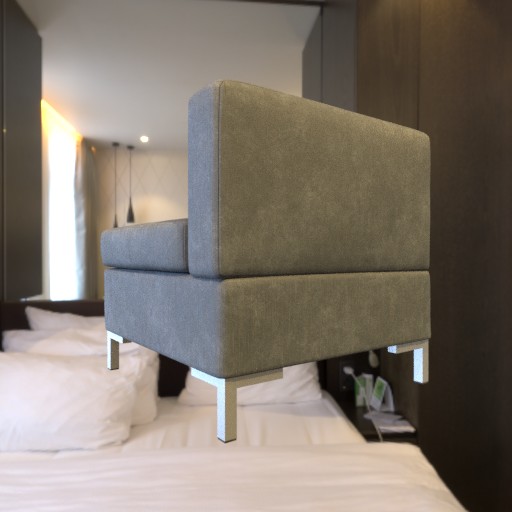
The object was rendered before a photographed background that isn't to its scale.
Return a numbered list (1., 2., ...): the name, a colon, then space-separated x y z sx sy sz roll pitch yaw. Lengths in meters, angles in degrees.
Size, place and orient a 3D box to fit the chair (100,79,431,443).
1. chair: 0.000 0.000 1.219 0.680 0.660 0.680 0 0 -36
